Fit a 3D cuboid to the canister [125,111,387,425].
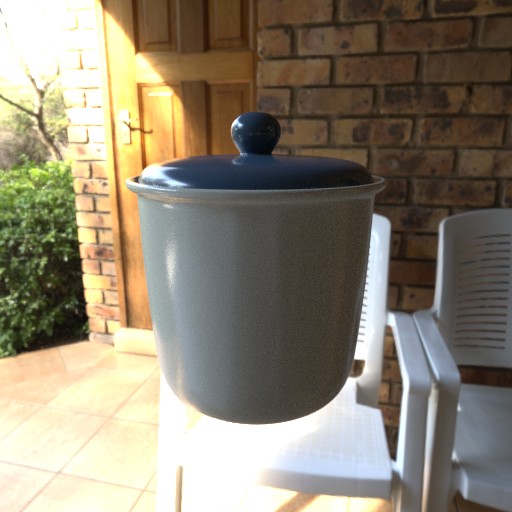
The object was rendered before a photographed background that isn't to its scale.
[{"bbox_3d":[0.000,0.000,0.335,0.182,0.208,0.182,0,15,0],"label":"canister"}]
